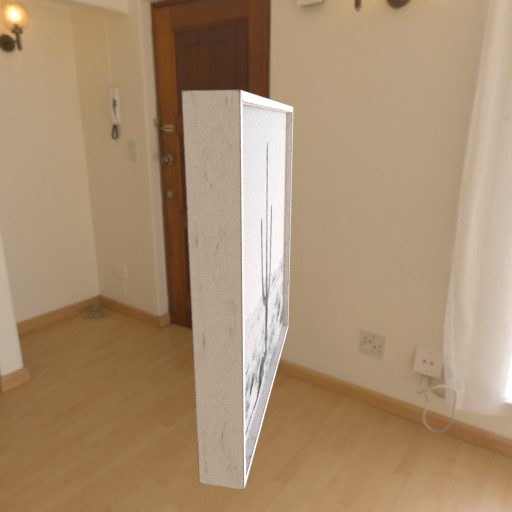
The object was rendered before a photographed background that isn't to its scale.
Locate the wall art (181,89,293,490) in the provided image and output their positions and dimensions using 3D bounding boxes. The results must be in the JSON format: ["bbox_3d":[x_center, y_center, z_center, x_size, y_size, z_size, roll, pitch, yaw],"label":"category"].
[{"bbox_3d":[0.000,0.000,0.462,0.038,0.305,0.305,3,17,10],"label":"wall art"}]
